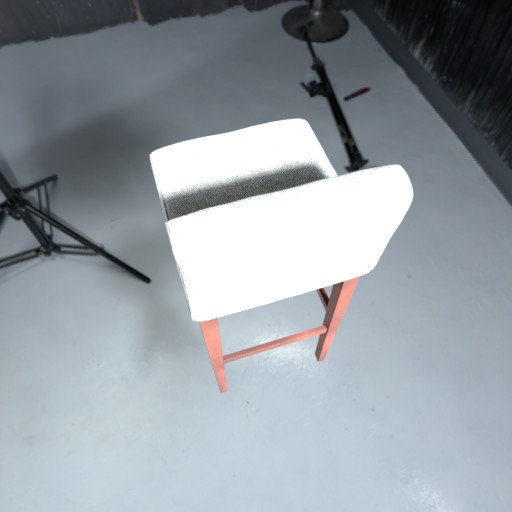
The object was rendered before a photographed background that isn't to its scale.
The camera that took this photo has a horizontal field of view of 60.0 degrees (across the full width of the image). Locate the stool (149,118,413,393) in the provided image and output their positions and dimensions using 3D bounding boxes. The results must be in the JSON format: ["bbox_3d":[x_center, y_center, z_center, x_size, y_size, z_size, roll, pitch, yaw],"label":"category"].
[{"bbox_3d":[0.000,0.000,1.237,0.426,0.965,0.499,-15,59,-9],"label":"stool"}]
